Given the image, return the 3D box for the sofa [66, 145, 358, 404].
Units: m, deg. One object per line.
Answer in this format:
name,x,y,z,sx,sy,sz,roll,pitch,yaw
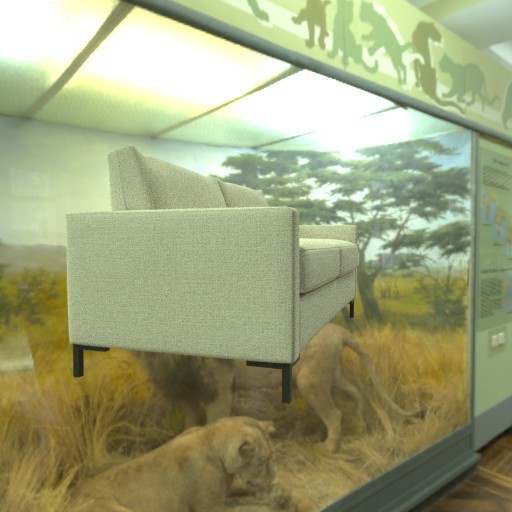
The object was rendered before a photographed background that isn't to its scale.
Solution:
sofa,0.000,0.000,2.155,0.839,0.812,1.651,1,2,19
